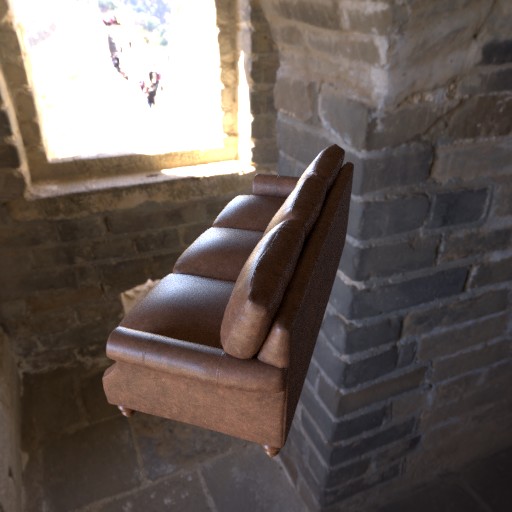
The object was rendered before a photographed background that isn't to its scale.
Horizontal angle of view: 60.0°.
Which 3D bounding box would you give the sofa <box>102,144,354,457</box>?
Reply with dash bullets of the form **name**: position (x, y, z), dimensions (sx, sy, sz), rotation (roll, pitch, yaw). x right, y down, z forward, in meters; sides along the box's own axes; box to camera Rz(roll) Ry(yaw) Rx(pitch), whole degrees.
- **sofa**: position (0.000, 0.000, 2.906), dimensions (0.973, 0.977, 2.351), rotation (9, 31, 15)
